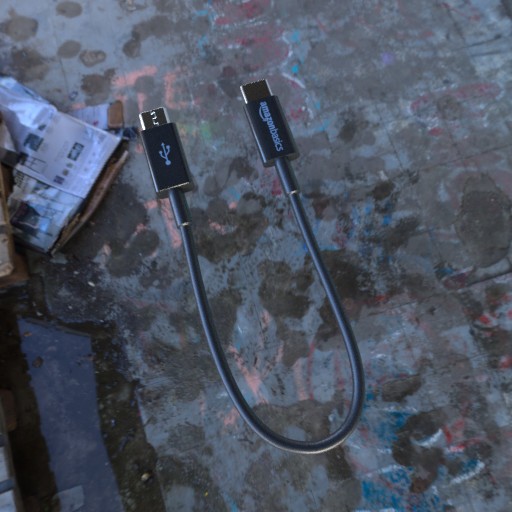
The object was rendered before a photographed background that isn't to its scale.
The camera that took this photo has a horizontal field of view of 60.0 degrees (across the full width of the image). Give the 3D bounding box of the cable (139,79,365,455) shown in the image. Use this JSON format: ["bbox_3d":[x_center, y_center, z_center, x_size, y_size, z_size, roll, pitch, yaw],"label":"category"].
[{"bbox_3d":[0.000,0.000,0.114,0.040,0.006,0.098,-17,75,-5],"label":"cable"}]
